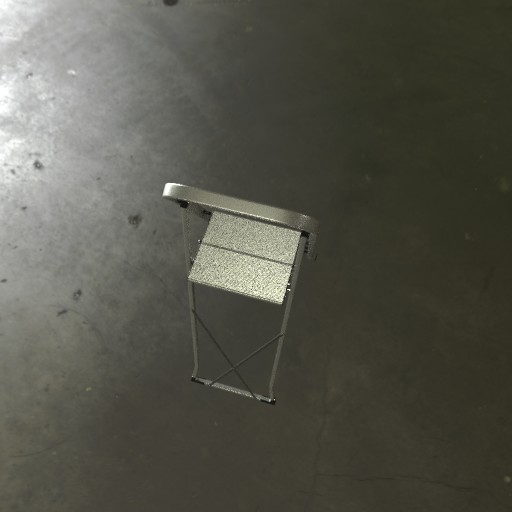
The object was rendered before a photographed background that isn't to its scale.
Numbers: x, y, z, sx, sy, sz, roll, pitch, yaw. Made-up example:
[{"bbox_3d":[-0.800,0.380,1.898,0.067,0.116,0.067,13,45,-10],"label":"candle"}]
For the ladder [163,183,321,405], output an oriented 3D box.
[{"bbox_3d":[0.000,0.000,1.689,0.465,1.290,0.830,14,64,7],"label":"ladder"}]
